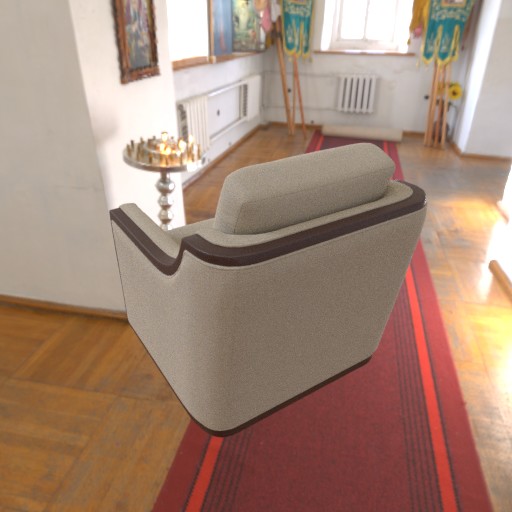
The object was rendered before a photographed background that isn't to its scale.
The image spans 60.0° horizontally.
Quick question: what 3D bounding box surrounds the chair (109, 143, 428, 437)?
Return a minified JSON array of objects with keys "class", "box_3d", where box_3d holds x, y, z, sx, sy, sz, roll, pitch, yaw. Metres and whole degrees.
[{"class":"chair","box_3d":[0.000,0.000,1.728,0.870,0.930,0.950,-18,34,-29]}]
